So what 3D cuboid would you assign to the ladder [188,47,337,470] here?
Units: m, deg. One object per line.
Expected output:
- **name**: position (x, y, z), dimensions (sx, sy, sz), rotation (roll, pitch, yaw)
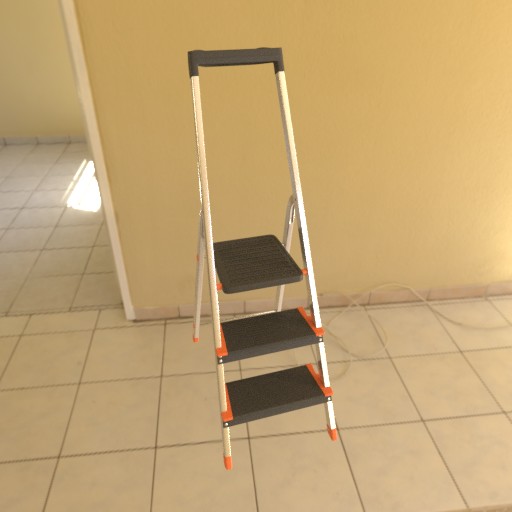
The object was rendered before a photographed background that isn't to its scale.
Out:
- **ladder**: position (0.000, 0.000, 1.501), dimensions (0.416, 1.229, 0.686), rotation (-9, 33, -14)
